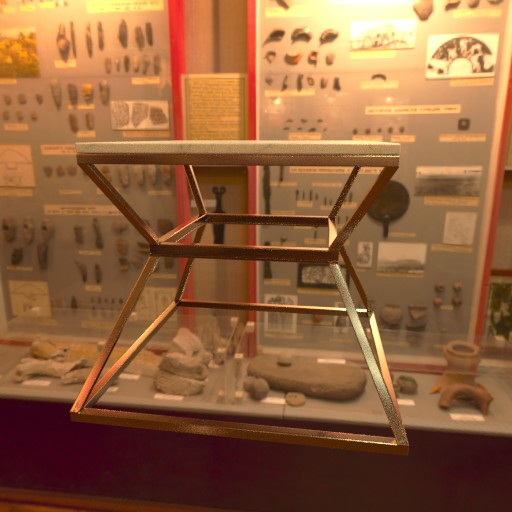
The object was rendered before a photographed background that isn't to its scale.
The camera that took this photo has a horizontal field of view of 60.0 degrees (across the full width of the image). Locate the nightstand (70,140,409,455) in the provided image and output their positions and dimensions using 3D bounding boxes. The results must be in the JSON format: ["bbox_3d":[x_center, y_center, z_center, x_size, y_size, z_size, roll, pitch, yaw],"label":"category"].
[{"bbox_3d":[0.000,0.000,0.852,0.514,0.426,0.513,2,15,9],"label":"nightstand"}]
